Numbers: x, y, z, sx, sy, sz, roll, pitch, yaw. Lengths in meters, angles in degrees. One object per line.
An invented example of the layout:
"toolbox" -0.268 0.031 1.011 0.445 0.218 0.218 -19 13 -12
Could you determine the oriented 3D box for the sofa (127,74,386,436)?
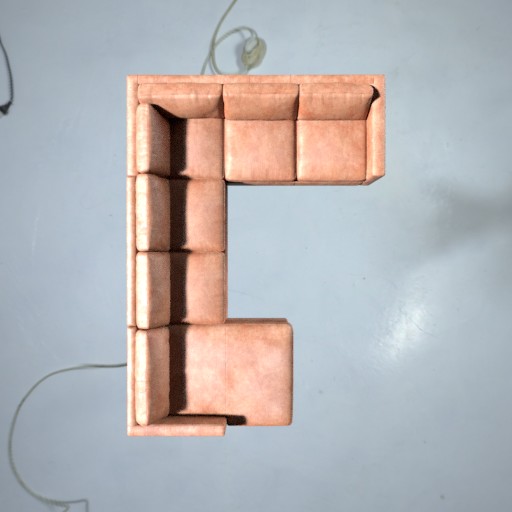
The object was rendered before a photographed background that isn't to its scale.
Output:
"sofa" 0.000 0.000 4.451 2.430 0.832 3.401 0 90 0
